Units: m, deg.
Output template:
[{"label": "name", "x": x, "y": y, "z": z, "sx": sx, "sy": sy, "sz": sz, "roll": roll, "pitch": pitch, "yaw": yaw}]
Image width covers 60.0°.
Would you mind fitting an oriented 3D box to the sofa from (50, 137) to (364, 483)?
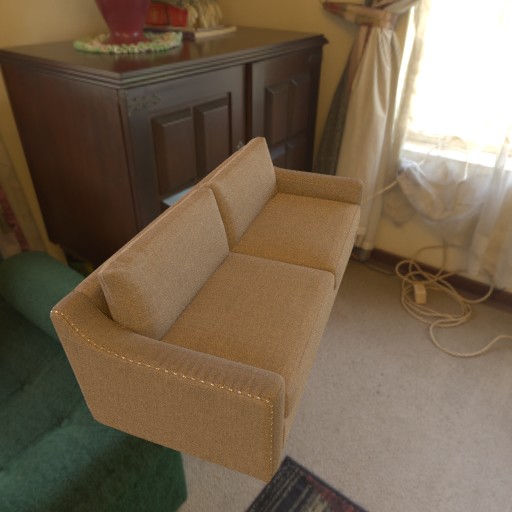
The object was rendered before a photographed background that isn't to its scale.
[{"label": "sofa", "x": 0.000, "y": 0.000, "z": 2.672, "sx": 1.000, "sy": 0.857, "sz": 2.208, "roll": 11, "pitch": 34, "yaw": 17}]
